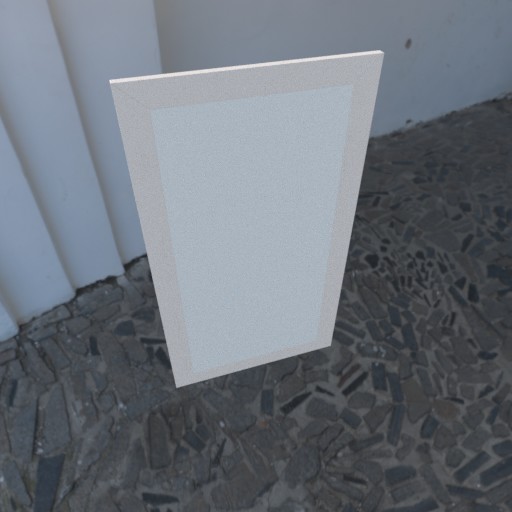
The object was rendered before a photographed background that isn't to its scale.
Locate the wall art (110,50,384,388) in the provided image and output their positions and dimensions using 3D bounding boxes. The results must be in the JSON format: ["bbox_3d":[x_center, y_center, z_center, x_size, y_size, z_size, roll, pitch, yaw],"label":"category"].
[{"bbox_3d":[0.000,0.000,0.820,0.380,0.683,0.013,-12,43,-13],"label":"wall art"}]
